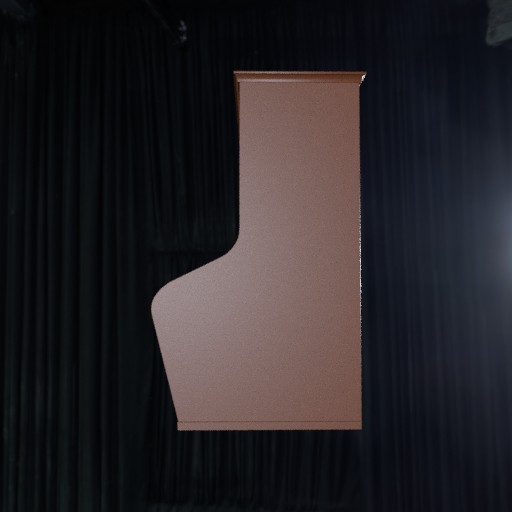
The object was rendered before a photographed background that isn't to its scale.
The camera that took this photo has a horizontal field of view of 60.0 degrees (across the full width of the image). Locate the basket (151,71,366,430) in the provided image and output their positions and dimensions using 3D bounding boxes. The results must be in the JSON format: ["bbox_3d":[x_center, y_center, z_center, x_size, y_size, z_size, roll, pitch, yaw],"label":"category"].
[{"bbox_3d":[0.000,0.000,1.163,0.376,0.625,0.792,0,-2,-1],"label":"basket"}]
